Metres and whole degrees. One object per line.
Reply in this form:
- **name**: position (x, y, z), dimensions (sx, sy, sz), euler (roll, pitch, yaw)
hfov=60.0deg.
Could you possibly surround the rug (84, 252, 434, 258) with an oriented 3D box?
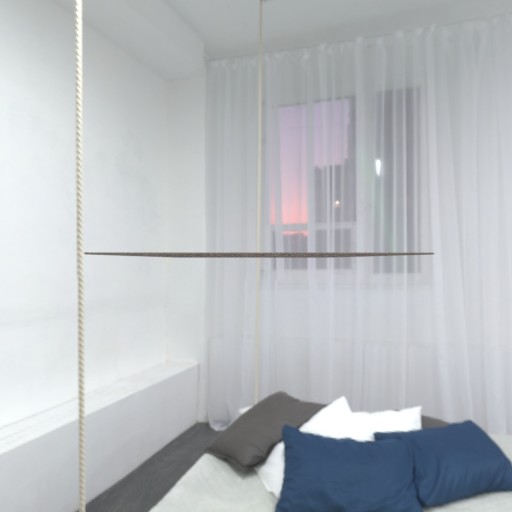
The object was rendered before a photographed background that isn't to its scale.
- **rug**: position (0.000, 0.000, 3.144), dimensions (1.545, 0.010, 2.440), euler (0, -1, -1)
